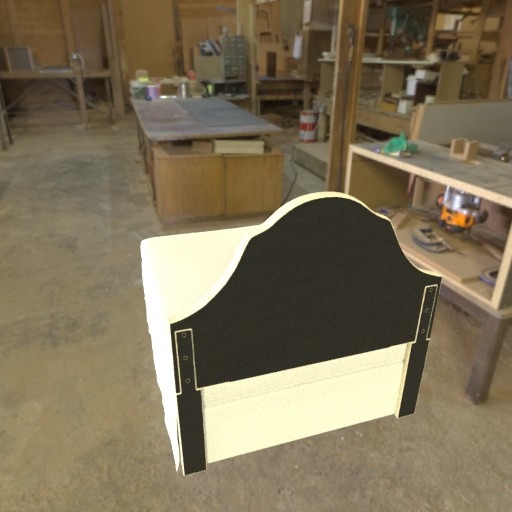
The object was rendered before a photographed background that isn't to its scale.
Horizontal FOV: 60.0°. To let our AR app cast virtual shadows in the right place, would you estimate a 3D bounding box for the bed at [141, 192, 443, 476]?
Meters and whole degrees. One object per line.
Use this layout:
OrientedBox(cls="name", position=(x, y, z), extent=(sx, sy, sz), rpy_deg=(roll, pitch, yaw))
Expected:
OrientedBox(cls="bed", position=(0.000, 0.000, 3.260), extent=(1.627, 1.575, 2.092), rpy_deg=(-8, 27, -16))
